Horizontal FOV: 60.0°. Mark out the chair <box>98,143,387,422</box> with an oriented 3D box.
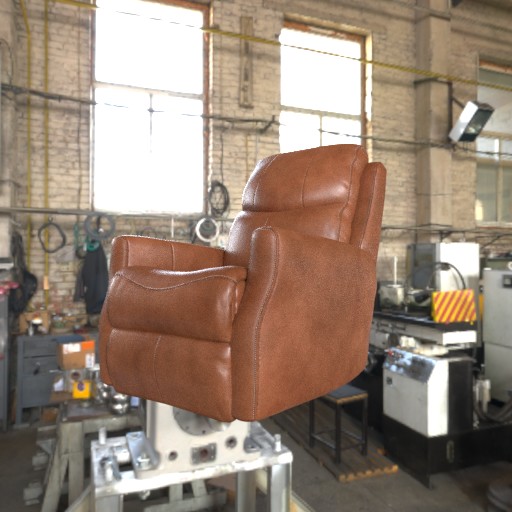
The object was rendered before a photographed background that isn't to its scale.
[{"bbox_3d":[0.000,0.000,1.783,0.821,1.016,1.072,-1,-1,36],"label":"chair"}]
